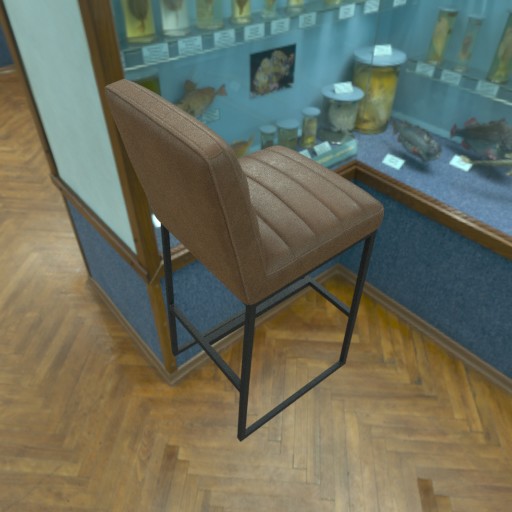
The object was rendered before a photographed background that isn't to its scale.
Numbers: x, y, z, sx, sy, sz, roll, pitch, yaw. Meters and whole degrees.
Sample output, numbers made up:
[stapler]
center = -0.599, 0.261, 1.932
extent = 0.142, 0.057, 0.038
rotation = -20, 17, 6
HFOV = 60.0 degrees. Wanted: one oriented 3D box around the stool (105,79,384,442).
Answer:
[stool]
center = 0.000, 0.000, 1.321
extent = 0.556, 1.040, 0.458
rotation = -27, 48, -28
